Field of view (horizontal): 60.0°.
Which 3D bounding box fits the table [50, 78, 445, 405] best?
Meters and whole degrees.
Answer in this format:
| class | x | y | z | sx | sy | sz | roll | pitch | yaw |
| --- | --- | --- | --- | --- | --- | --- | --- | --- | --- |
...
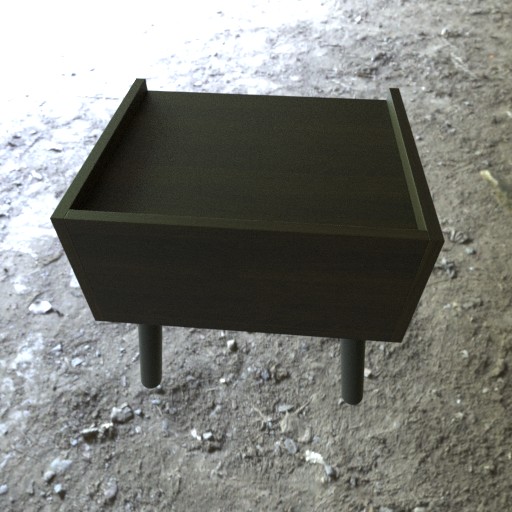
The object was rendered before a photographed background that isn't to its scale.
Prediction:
| class | x | y | z | sx | sy | sz | roll | pitch | yaw |
| --- | --- | --- | --- | --- | --- | --- | --- | --- | --- |
| table | 0.000 | 0.000 | 0.799 | 0.450 | 0.470 | 0.370 | 4 | 46 | 3 |
